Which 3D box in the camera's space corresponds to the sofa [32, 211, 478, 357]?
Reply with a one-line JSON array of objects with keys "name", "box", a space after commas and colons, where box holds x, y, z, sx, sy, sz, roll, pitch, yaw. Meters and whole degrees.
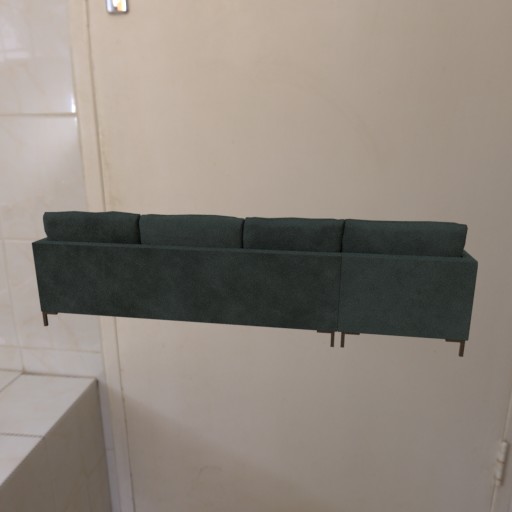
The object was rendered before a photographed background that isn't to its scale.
[{"name": "sofa", "box": [0.000, 0.000, 4.039, 3.400, 0.967, 1.500, 3, 16, 9]}]
